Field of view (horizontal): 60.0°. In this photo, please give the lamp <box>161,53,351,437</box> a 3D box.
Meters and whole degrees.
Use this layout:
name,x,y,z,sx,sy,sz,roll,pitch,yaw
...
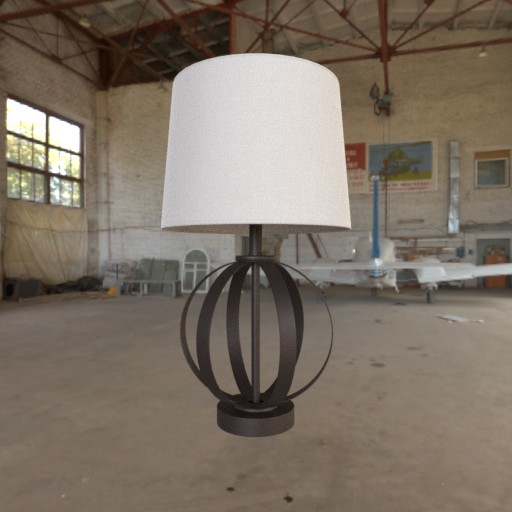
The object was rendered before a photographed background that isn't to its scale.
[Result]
name,x,y,z,sx,sy,sz,roll,pitch,yaw
lamp,0.000,0.000,0.683,0.286,0.510,0.286,0,0,0
